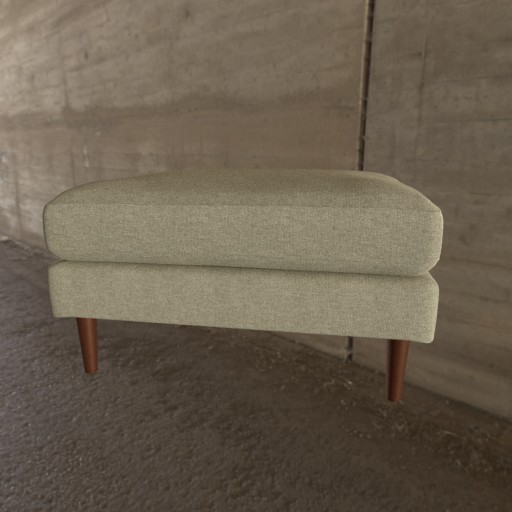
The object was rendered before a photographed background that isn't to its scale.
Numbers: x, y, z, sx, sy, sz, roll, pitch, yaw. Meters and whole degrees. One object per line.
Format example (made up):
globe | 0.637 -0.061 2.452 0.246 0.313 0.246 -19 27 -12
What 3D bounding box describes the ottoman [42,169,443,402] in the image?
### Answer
ottoman | 0.000 0.000 1.224 0.821 0.474 0.693 2 14 10
